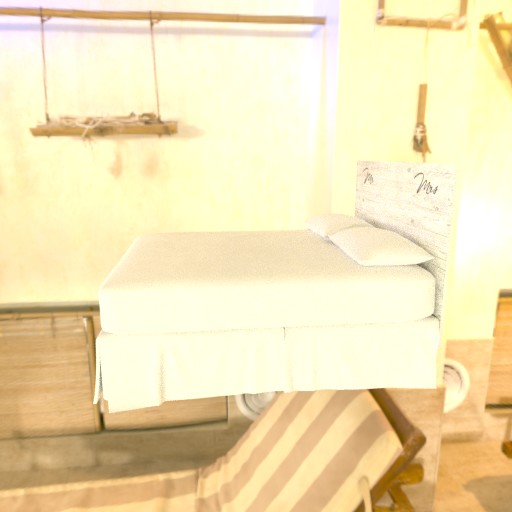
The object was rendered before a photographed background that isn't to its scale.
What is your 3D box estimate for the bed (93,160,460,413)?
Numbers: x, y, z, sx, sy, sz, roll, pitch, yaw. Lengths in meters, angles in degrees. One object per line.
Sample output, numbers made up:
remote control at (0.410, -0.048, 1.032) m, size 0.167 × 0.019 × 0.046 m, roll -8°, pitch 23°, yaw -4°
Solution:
bed at (0.000, 0.000, 3.225) m, size 2.094 × 1.335 × 1.745 m, roll -2°, pitch 13°, yaw -7°
